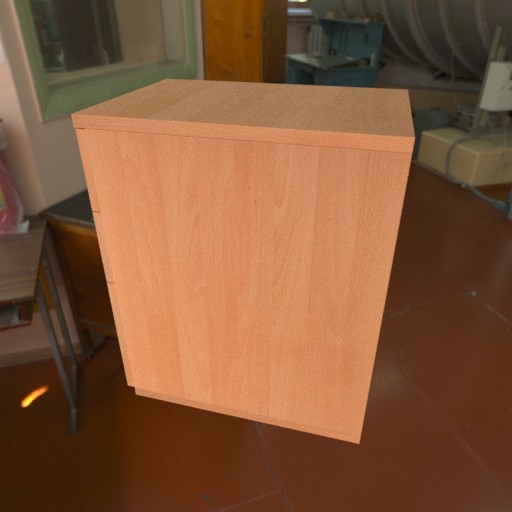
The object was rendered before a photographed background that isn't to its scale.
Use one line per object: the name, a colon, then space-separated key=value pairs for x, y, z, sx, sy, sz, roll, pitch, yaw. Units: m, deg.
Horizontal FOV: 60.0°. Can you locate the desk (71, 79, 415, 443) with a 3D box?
desk: x=0.000 y=0.000 z=1.080 sx=0.600 sy=0.730 sz=0.404 roll=8 pitch=31 yaw=13
